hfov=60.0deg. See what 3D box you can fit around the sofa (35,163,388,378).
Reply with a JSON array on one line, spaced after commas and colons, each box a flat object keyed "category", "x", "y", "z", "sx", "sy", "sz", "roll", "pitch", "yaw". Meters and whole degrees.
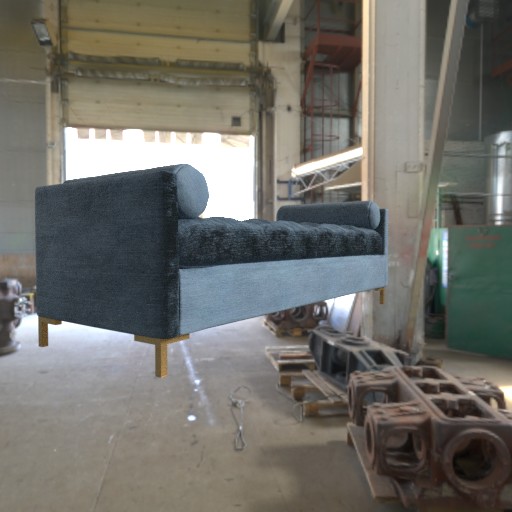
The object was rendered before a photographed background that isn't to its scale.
[{"category": "sofa", "x": 0.000, "y": 0.000, "z": 2.444, "sx": 0.796, "sy": 0.705, "sz": 2.102, "roll": 1, "pitch": 2, "yaw": 35}]
